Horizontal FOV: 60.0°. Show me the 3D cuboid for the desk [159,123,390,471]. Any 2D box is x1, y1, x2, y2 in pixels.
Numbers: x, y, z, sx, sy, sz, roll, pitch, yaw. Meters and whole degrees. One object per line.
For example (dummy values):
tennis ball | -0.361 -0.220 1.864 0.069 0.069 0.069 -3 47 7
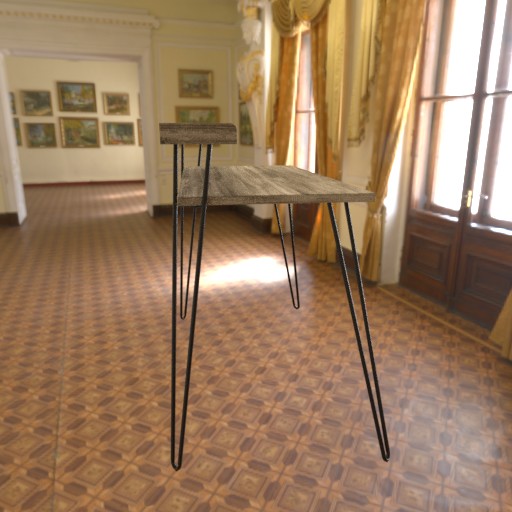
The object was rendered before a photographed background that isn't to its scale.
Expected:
desk | 0.000 0.000 1.602 0.605 0.899 1.135 -2 16 -8
